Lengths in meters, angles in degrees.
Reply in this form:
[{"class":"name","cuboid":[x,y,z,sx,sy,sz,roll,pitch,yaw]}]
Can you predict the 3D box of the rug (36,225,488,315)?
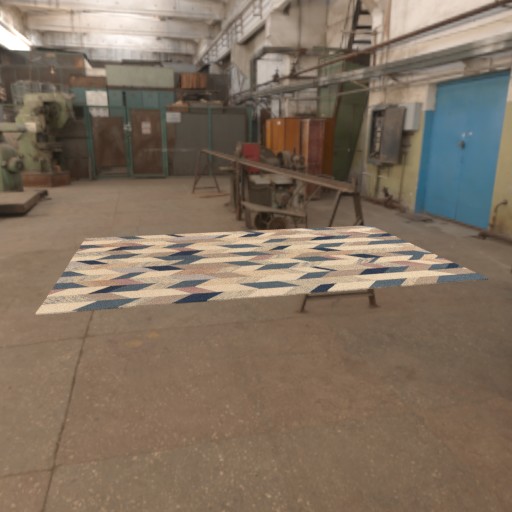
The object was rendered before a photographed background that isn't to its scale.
[{"class":"rug","cuboid":[0.000,0.000,3.012,2.423,0.008,1.513,-3,16,-11]}]
